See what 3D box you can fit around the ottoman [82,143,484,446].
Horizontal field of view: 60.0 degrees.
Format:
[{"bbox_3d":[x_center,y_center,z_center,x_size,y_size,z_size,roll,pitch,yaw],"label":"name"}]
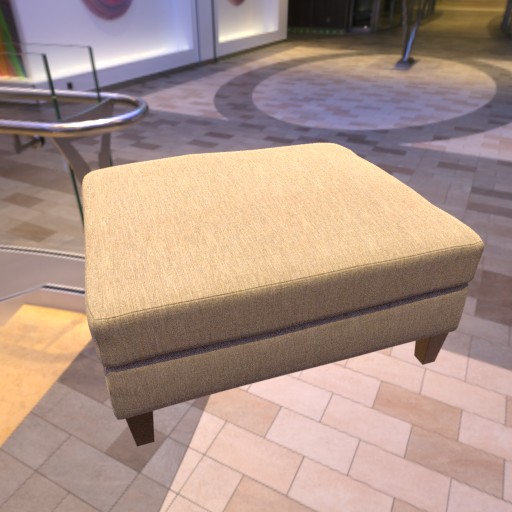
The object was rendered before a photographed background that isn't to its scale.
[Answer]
[{"bbox_3d":[0.000,0.000,1.410,0.976,0.492,0.836,-10,34,-16],"label":"ottoman"}]
